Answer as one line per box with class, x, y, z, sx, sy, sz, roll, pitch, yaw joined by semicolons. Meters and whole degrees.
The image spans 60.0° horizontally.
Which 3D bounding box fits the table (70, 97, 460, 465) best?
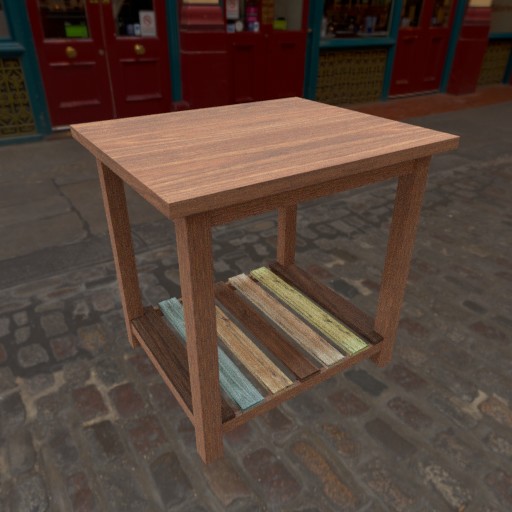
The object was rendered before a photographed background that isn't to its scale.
table;0.000;0.000;1.133;0.660;0.635;0.559;-18;34;-29
